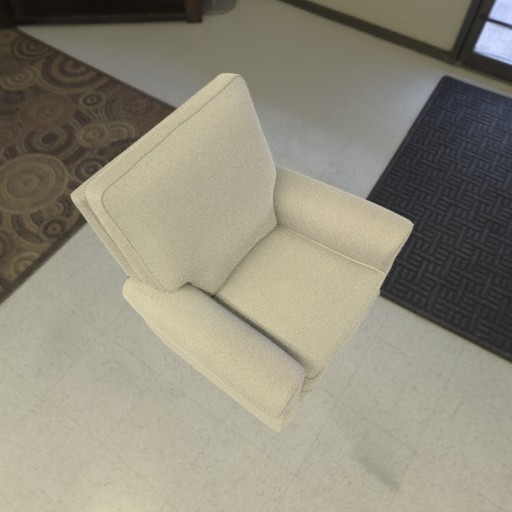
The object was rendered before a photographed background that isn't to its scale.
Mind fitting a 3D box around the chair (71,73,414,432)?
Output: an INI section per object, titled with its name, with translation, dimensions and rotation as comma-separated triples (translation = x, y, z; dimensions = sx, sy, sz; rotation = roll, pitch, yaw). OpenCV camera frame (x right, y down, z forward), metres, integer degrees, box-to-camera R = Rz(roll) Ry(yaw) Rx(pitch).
[chair]
translation = 0.000, 0.000, 1.664
dimensions = 0.878, 0.960, 0.890
rotation = 33, 64, 18
